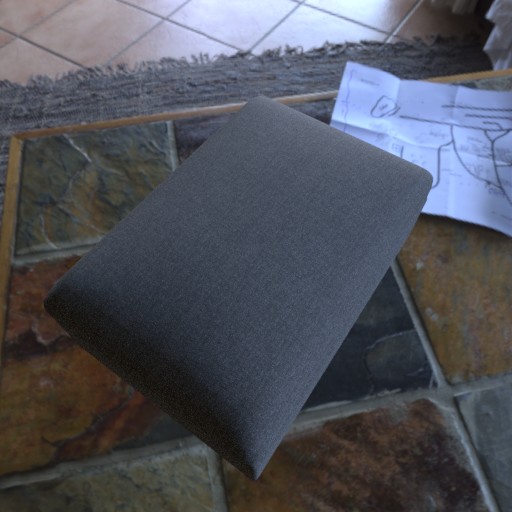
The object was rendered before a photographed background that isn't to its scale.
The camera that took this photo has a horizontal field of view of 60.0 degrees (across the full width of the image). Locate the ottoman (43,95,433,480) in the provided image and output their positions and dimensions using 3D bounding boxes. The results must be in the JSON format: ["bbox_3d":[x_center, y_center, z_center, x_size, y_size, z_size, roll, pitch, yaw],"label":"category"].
[{"bbox_3d":[0.000,0.000,1.406,0.711,0.483,1.041,31,63,18],"label":"ottoman"}]
